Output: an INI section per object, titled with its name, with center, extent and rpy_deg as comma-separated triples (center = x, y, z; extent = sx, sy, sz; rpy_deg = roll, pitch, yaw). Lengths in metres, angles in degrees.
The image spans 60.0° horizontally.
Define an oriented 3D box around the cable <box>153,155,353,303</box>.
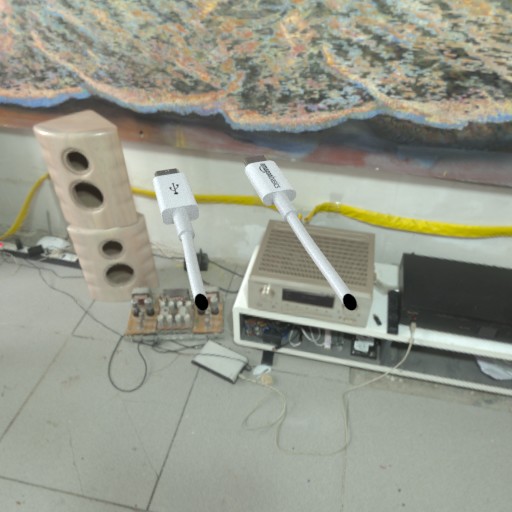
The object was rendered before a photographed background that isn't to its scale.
[cable]
center = 0.000, 0.000, 0.112
extent = 0.040, 0.006, 0.098
rpy_deg = -11, 42, -13
